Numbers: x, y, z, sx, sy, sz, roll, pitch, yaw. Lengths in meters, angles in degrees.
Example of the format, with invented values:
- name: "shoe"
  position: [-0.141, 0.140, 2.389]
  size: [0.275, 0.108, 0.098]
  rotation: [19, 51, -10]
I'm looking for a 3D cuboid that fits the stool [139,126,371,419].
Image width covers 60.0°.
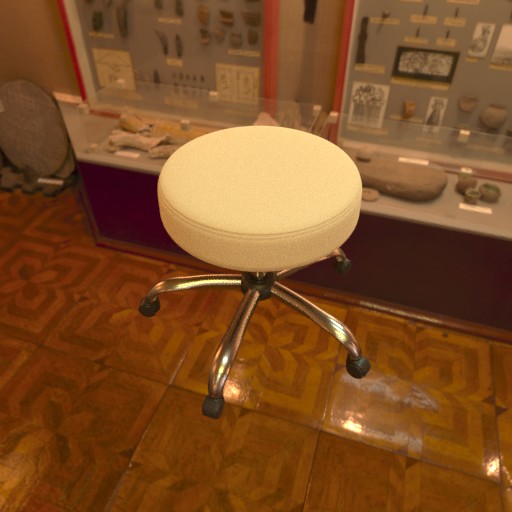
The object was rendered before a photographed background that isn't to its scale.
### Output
- name: "stool"
  position: [0.000, 0.000, 1.050]
  size: [0.634, 0.482, 0.614]
  rotation: [14, 44, 15]
